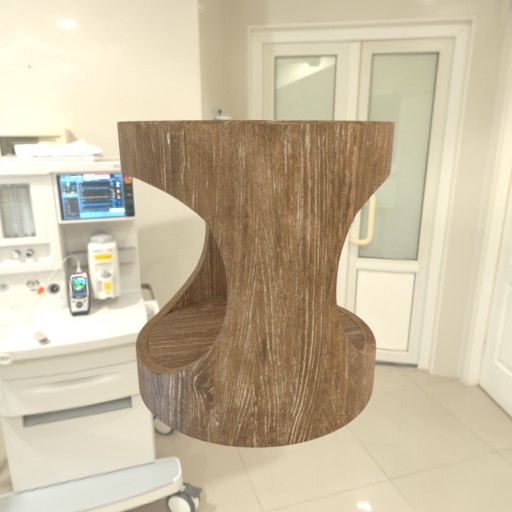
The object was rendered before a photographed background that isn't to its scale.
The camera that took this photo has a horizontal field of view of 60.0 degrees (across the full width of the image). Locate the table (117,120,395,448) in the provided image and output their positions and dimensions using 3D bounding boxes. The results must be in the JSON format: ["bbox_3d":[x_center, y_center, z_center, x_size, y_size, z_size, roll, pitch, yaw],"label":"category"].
[{"bbox_3d":[0.000,0.000,0.954,0.527,0.551,0.527,0,16,0],"label":"table"}]
